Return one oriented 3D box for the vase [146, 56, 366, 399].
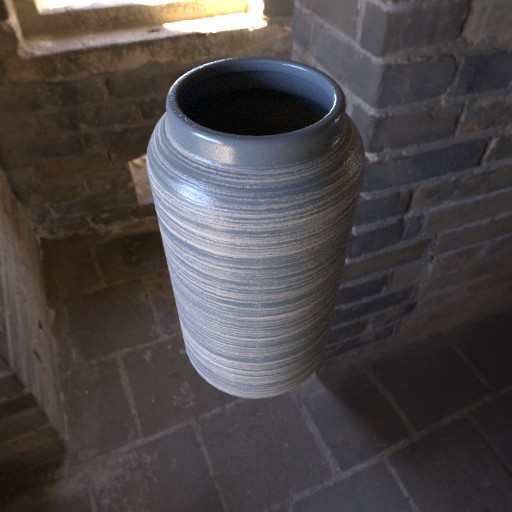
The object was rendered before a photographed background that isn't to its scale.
[{"bbox_3d":[0.000,0.000,0.297,0.116,0.230,0.116,0,47,0],"label":"vase"}]
